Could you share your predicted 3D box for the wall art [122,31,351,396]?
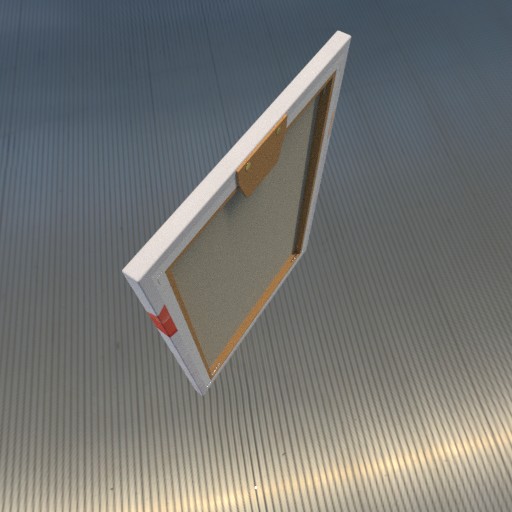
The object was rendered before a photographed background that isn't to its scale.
[{"bbox_3d":[0.000,0.000,1.097,0.036,0.848,0.613,31,67,15],"label":"wall art"}]
